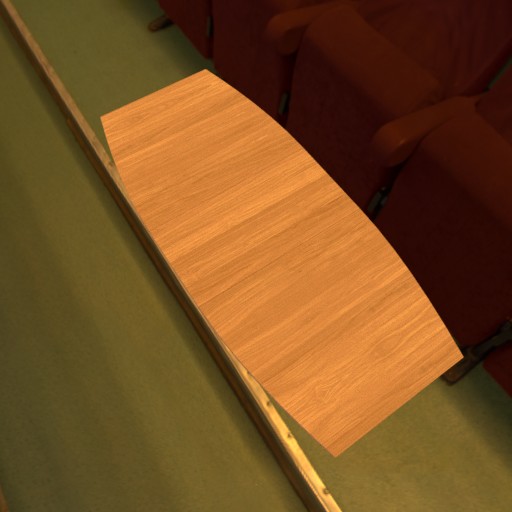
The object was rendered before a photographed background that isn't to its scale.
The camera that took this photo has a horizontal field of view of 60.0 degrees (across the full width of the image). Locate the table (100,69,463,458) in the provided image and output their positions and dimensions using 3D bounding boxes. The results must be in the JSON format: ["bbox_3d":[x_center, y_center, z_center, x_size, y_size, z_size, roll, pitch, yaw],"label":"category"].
[{"bbox_3d":[0.000,0.000,2.436,0.900,0.750,2.032,-31,67,-15],"label":"table"}]
